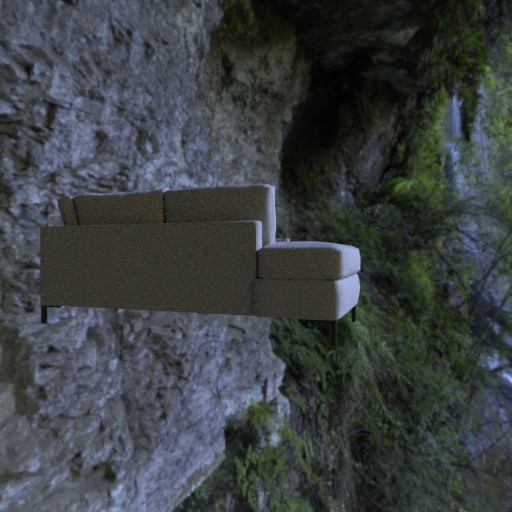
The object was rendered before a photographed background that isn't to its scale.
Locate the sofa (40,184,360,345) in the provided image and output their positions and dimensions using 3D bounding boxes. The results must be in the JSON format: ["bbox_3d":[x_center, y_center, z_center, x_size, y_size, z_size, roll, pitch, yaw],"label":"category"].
[{"bbox_3d":[0.000,0.000,3.903,1.989,0.862,2.984,0,1,20],"label":"sofa"}]
